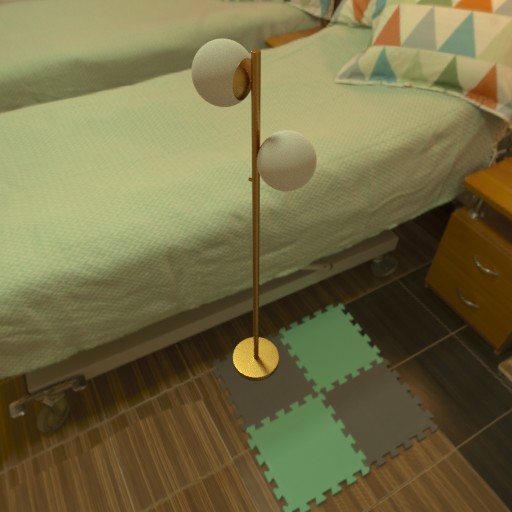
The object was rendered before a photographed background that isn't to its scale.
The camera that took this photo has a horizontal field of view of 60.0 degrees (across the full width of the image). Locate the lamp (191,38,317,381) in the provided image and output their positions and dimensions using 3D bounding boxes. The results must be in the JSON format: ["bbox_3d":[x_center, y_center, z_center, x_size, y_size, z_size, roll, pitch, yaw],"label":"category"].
[{"bbox_3d":[0.000,0.000,1.809,0.419,1.641,0.249,24,51,21],"label":"lamp"}]
